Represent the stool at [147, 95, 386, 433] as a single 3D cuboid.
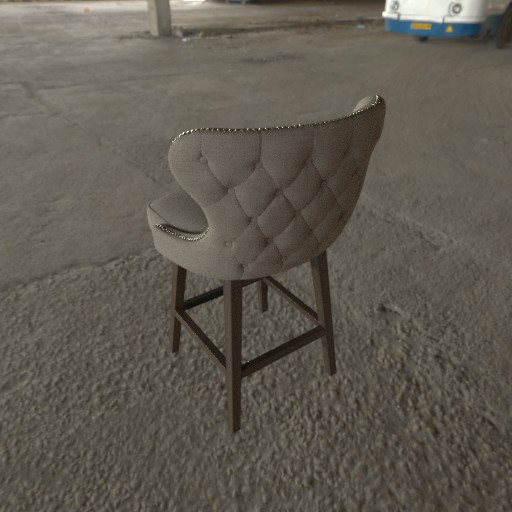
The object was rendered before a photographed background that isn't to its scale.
[{"bbox_3d":[0.000,0.000,1.386,0.615,0.972,0.597,-20,38,-29],"label":"stool"}]
